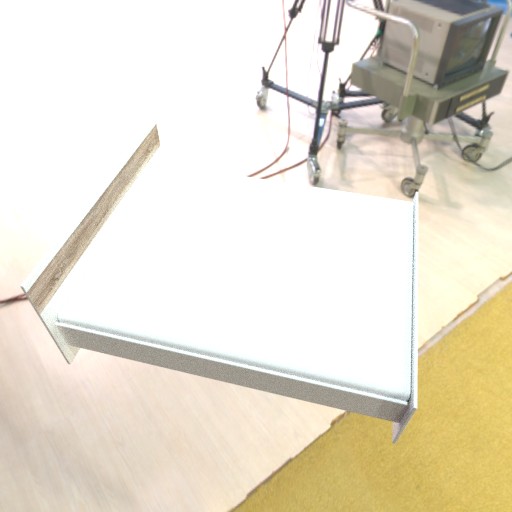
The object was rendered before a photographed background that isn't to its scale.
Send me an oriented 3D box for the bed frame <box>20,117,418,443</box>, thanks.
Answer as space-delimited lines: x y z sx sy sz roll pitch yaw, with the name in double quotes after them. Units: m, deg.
0.000 0.000 2.959 2.060 0.800 1.720 10 48 10 "bed frame"
